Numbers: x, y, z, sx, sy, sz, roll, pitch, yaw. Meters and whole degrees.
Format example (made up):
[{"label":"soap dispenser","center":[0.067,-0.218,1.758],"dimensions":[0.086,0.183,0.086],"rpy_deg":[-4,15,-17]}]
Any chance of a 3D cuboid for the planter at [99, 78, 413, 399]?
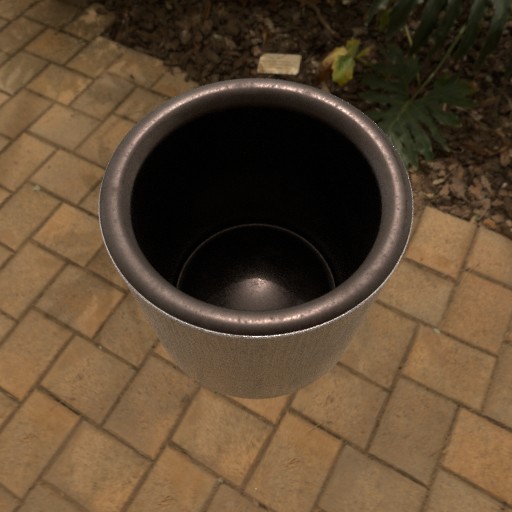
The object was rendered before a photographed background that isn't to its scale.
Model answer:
[{"label":"planter","center":[0.000,0.000,0.291],"dimensions":[0.160,0.156,0.160],"rpy_deg":[0,62,0]}]
